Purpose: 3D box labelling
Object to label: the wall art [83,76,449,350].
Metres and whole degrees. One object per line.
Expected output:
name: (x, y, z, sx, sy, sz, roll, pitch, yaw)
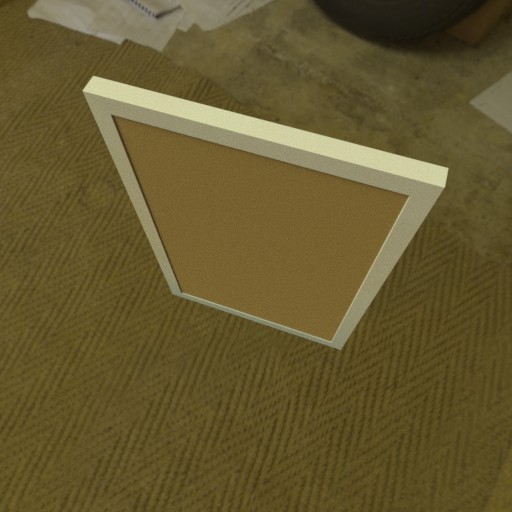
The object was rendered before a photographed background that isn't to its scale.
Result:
wall art: (0.000, 0.000, 1.124, 0.612, 0.915, 0.039, 17, 64, 9)
